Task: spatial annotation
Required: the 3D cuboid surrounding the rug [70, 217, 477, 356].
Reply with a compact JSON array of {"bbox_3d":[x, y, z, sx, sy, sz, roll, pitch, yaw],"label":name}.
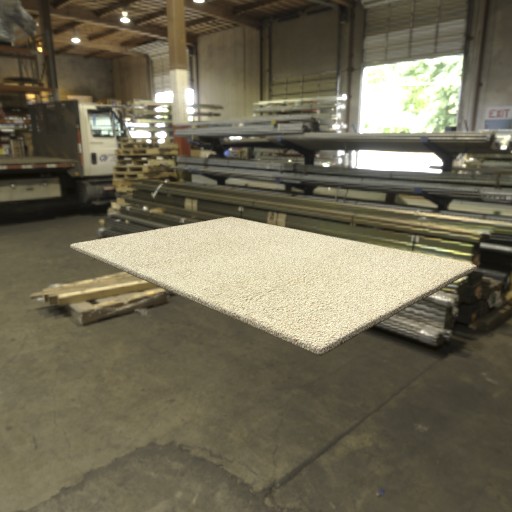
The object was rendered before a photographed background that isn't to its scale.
[{"bbox_3d":[0.000,0.000,2.314,1.219,0.030,1.778,-15,21,-43],"label":"rug"}]
